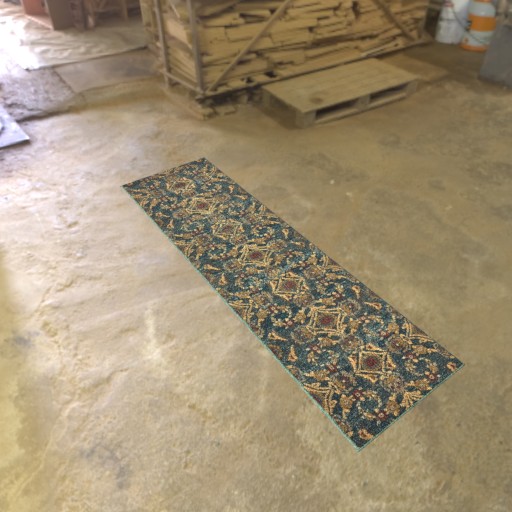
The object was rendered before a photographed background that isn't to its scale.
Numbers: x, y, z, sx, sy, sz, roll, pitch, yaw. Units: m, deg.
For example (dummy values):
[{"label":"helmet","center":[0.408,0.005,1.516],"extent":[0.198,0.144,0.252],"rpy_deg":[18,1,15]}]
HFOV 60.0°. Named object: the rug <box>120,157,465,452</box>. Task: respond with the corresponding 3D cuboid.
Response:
[{"label":"rug","center":[0.000,0.000,2.544],"extent":[0.685,0.014,2.292],"rpy_deg":[-26,48,-26]}]
